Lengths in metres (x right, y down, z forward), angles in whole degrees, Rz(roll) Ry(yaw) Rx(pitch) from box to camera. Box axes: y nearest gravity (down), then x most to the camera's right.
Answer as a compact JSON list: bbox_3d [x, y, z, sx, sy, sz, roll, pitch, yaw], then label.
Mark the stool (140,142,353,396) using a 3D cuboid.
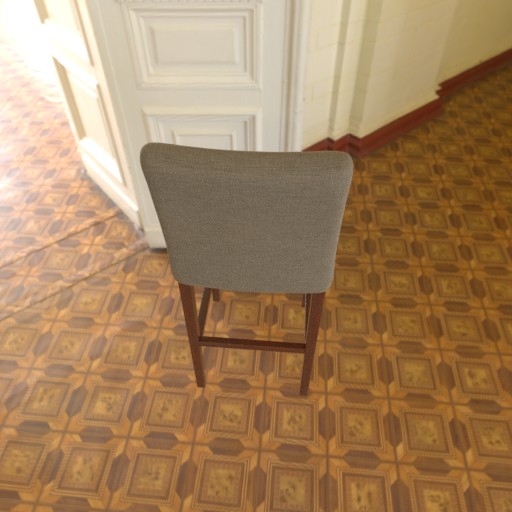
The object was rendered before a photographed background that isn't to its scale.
[{"bbox_3d":[0.000,0.000,1.400,0.470,1.078,0.577,3,46,3],"label":"stool"}]
